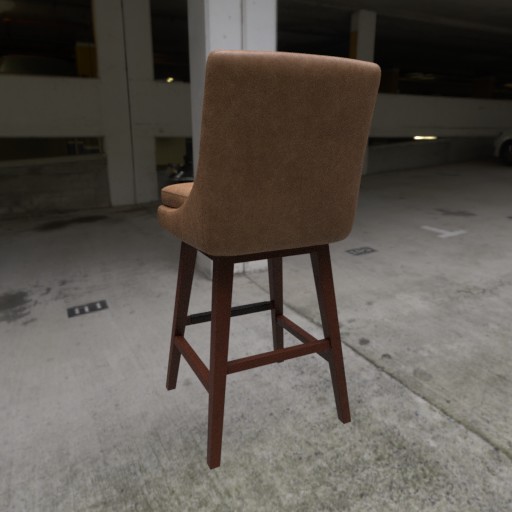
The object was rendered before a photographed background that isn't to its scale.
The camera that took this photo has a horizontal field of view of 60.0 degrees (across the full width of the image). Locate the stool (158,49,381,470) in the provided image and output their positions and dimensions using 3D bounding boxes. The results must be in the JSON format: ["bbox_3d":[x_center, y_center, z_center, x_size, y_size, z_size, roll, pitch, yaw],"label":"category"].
[{"bbox_3d":[0.000,0.000,1.376,0.487,1.079,0.572,-7,17,-25],"label":"stool"}]
